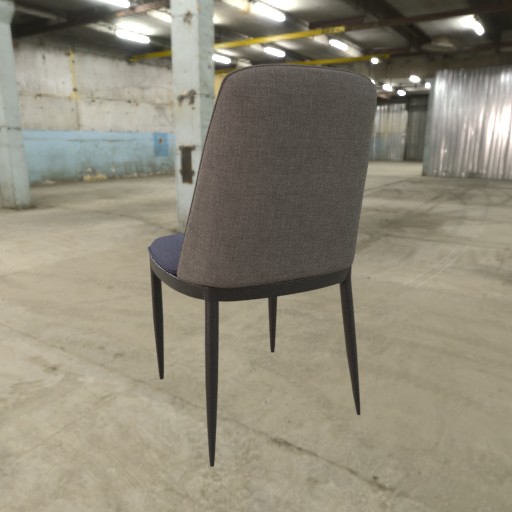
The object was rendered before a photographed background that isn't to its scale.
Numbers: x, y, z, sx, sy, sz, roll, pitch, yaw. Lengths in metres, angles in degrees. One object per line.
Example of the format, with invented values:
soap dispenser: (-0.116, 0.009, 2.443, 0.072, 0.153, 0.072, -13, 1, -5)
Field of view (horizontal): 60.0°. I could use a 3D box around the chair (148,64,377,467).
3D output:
chair: (0.000, 0.000, 1.167, 0.488, 0.855, 0.550, -7, 15, -27)
